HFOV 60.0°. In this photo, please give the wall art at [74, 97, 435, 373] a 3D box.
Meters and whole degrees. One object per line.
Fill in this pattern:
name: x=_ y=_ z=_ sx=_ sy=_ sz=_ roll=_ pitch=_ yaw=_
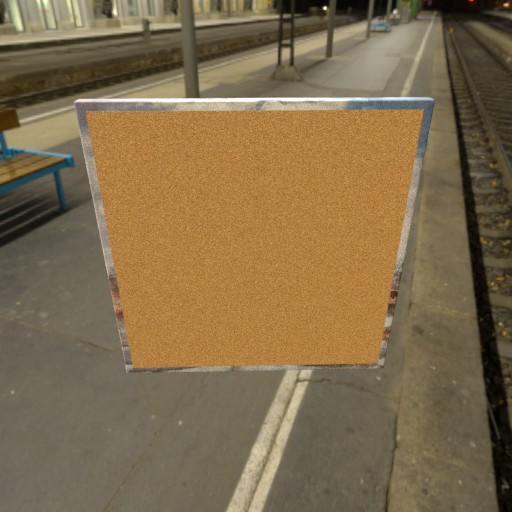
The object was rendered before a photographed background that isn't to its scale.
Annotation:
wall art: x=0.000 y=0.000 z=1.324 sx=0.888 sy=0.897 sz=0.035 roll=-1 pitch=30 yaw=-1
